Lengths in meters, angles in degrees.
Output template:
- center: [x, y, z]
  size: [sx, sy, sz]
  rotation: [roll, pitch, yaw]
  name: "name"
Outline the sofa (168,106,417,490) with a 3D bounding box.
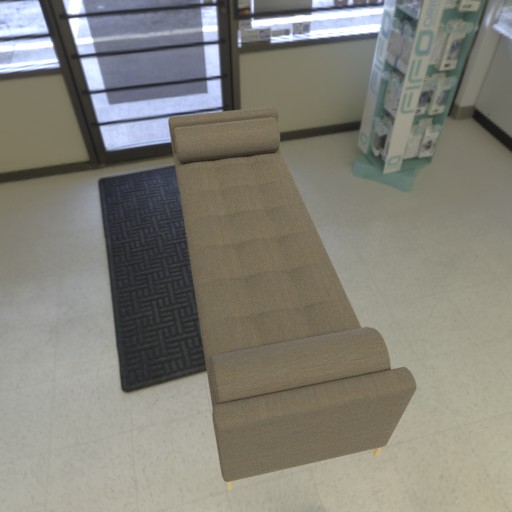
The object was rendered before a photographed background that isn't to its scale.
- center: [0.000, 0.000, 2.303]
  size: [0.686, 0.635, 1.981]
  rotation: [-9, 46, -8]
  name: "sofa"
